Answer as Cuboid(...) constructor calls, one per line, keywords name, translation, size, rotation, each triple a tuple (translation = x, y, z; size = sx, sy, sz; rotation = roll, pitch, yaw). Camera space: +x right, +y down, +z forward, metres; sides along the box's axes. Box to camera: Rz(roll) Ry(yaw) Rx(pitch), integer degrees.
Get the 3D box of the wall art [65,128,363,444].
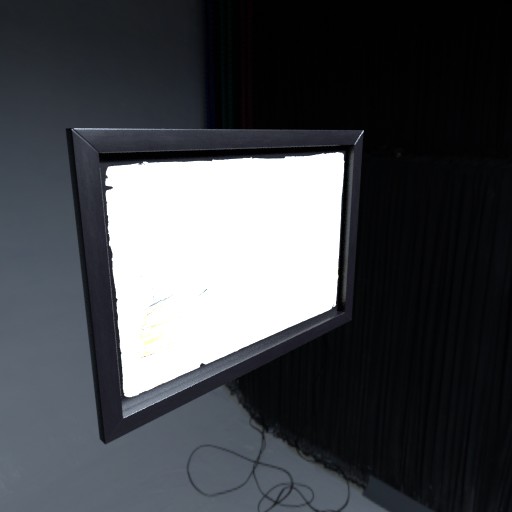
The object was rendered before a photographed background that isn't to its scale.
Cuboid(name="wall art", translation=(0.000, 0.000, 0.559), size=(0.440, 0.306, 0.013), rotation=(-15, 21, -43))
